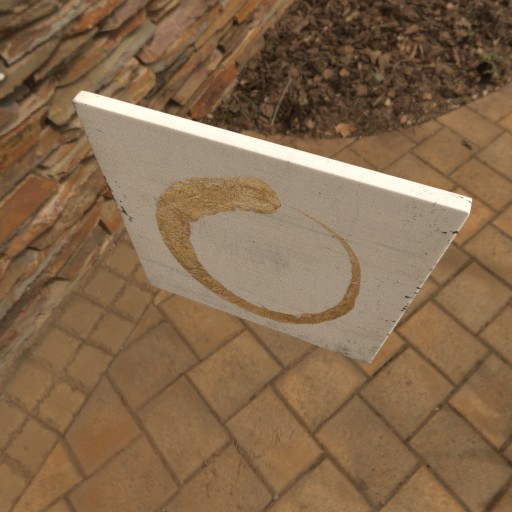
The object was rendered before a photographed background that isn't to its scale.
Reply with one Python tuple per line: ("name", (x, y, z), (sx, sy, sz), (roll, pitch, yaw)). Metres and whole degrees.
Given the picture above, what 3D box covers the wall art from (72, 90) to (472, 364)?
("wall art", (0.000, 0.000, 1.122), (0.762, 0.762, 0.038), (18, 60, 11))
